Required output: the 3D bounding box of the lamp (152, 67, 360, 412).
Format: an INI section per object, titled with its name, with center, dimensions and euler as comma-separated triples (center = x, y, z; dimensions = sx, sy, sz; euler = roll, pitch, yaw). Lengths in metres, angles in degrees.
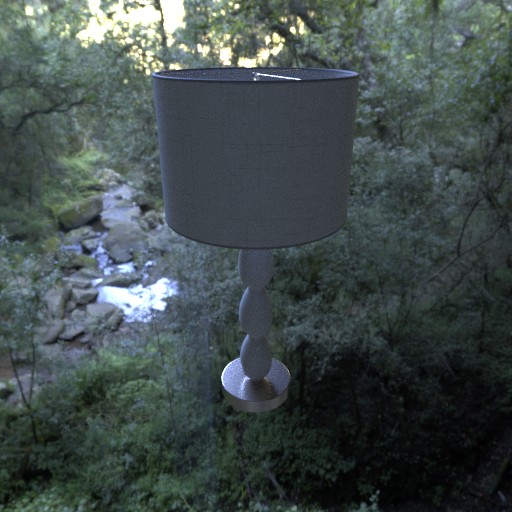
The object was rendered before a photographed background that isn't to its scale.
[lamp]
center = 0.000, 0.000, 0.729
dimensions = 0.280, 0.559, 0.282
euler = 1, 26, 2
